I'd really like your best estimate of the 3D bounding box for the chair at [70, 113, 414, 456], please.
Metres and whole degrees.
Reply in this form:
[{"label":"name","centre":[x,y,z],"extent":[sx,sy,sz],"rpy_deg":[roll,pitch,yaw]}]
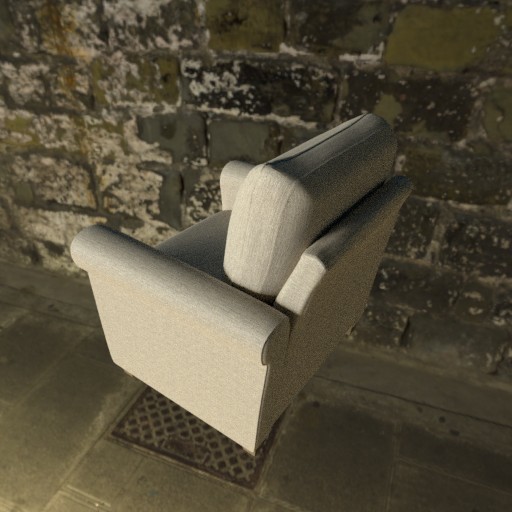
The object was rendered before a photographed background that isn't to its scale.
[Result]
[{"label":"chair","centre":[0.000,0.000,2.219],"extent":[1.180,1.349,1.275],"rpy_deg":[21,38,29]}]
